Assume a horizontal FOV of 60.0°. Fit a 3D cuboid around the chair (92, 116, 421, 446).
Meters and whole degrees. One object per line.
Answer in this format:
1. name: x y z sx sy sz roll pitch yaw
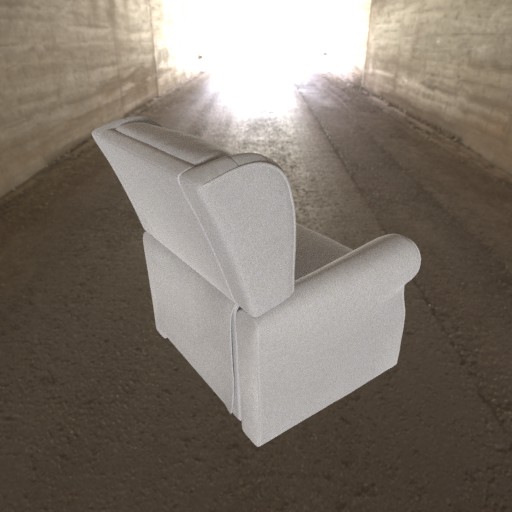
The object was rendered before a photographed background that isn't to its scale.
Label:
1. chair: 0.000 0.000 1.650 0.854 0.967 0.906 -17 31 -31
